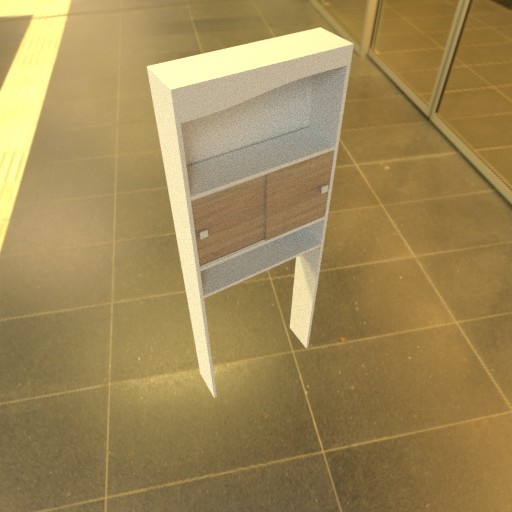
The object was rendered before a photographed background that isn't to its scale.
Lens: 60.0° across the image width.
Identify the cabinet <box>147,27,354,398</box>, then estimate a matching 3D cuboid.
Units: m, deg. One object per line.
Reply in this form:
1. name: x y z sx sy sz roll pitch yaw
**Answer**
1. cabinet: 0.000 0.000 2.003 0.643 1.770 0.192 -23 50 -21
